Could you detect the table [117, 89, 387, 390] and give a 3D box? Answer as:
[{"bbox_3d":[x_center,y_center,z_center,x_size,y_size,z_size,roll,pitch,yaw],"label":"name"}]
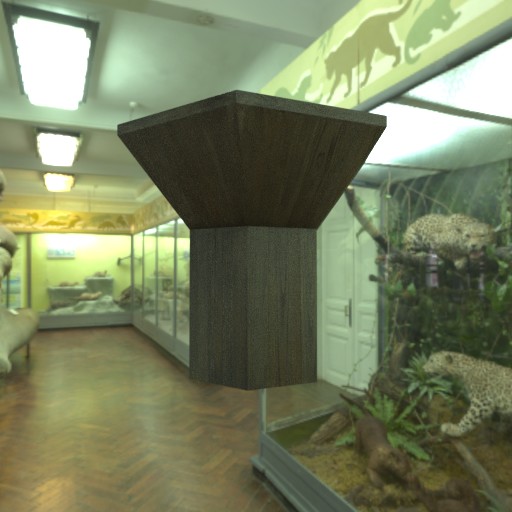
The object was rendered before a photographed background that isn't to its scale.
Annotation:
[{"bbox_3d":[0.000,0.000,1.131,0.683,0.586,0.592,-1,-1,36],"label":"table"}]
